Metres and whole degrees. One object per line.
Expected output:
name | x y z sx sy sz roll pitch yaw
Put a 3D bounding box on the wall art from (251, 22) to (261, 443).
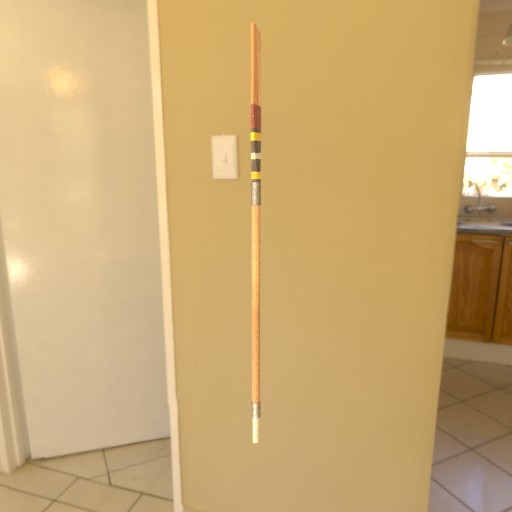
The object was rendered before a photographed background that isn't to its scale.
wall art | 0.000 0.000 1.645 0.038 1.556 0.146 2 13 9
